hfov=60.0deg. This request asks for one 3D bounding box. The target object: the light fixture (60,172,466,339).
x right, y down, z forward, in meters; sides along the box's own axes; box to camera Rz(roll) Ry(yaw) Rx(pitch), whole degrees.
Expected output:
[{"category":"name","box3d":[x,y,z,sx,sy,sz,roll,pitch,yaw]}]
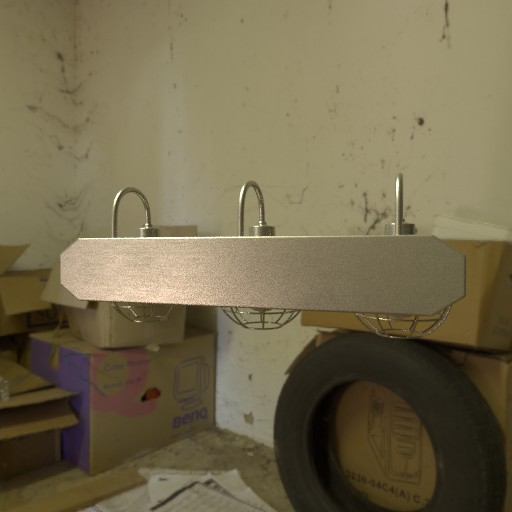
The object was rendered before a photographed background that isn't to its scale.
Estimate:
[{"category":"light fixture","box3d":[0.000,0.000,0.765,0.634,0.254,0.229,0,1,19]}]
